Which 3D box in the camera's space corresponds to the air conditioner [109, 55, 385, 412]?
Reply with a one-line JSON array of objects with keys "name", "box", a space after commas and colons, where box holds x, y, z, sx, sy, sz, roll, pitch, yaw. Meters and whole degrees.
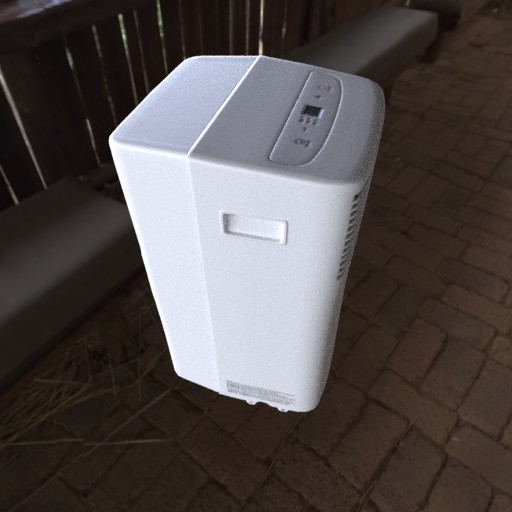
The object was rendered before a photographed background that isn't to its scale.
[{"name": "air conditioner", "box": [0.000, 0.000, 0.818, 0.349, 0.606, 0.304, 12, 47, 11]}]
